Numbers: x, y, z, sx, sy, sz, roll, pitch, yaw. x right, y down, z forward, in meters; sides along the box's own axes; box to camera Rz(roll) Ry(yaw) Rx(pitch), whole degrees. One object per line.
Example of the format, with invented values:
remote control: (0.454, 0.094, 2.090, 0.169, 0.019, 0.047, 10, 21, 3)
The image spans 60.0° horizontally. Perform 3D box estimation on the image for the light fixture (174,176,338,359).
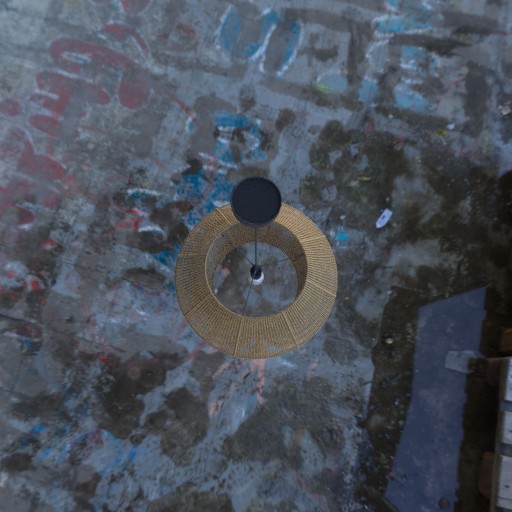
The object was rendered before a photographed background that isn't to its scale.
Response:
light fixture: (0.000, 0.000, 1.408, 0.643, 1.009, 0.643, 0, 77, 0)
